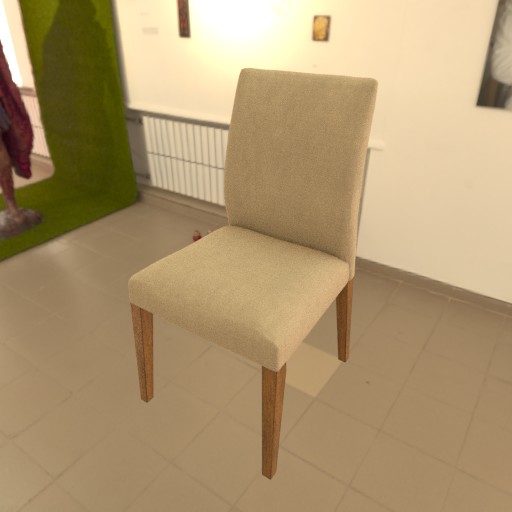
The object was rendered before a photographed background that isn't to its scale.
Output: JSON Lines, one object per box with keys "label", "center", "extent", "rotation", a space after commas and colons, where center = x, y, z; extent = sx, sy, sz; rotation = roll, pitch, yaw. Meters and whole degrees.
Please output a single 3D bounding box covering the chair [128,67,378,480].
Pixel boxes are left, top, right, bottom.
{"label": "chair", "center": [0.000, 0.000, 1.283], "extent": [0.496, 0.940, 0.585], "rotation": [19, 34, 29]}
